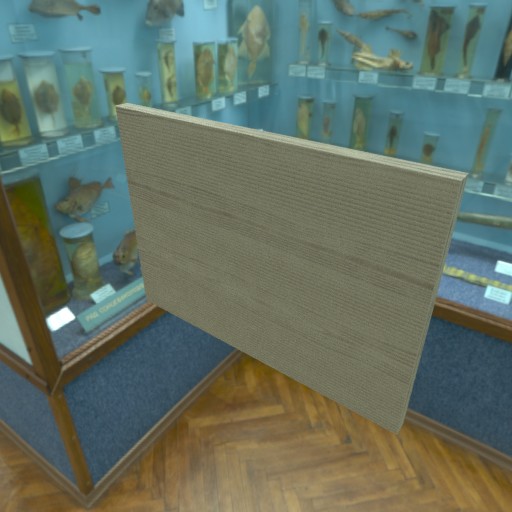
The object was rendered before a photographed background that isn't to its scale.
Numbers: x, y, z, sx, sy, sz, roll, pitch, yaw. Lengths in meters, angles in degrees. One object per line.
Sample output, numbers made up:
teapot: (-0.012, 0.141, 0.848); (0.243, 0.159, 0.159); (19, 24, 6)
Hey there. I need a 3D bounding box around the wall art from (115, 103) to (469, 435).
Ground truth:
wall art: (0.000, 0.000, 1.080); (0.841, 0.609, 0.063); (21, 37, 31)
